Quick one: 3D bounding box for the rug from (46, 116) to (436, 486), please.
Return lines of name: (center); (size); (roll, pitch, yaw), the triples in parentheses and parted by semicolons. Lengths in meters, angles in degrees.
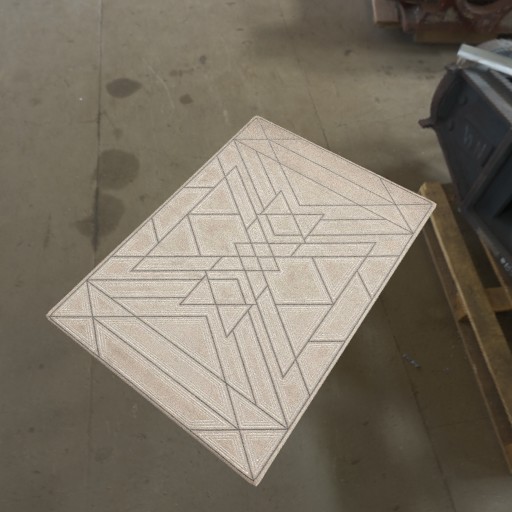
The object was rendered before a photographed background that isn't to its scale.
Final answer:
rug: (0.000, 0.000, 4.477); (2.436, 0.026, 3.381); (31, 63, 18)
